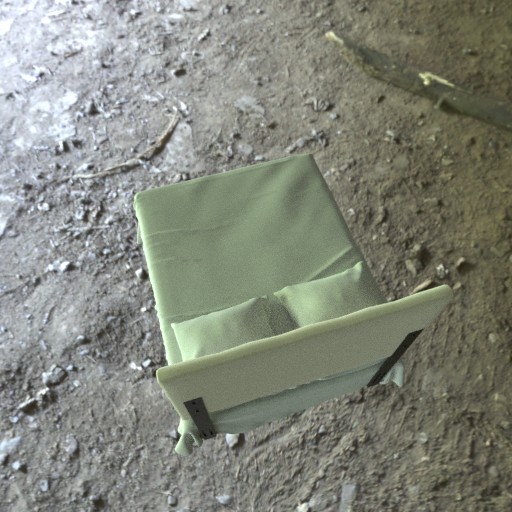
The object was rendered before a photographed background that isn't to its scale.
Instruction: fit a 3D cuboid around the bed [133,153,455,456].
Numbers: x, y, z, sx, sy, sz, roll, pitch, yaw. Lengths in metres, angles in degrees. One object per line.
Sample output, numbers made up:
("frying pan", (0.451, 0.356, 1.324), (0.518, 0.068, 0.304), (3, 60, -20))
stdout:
("bed", (0.000, 0.000, 3.429), (1.936, 1.577, 2.222), (-15, 59, -9))
